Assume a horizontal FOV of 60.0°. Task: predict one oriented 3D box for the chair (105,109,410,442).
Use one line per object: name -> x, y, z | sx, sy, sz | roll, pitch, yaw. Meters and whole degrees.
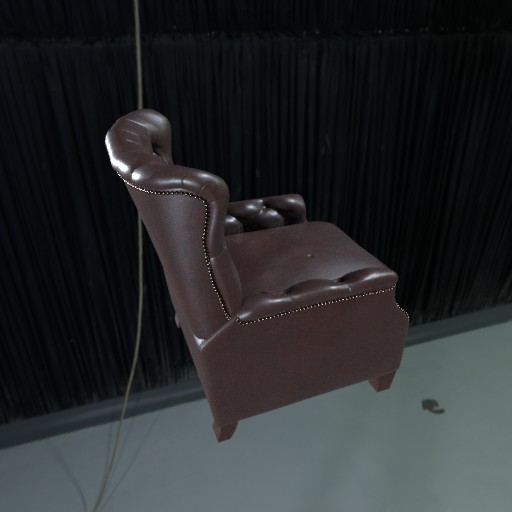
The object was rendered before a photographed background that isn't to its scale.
chair -> 0.000, 0.000, 1.474 | 0.823, 0.864, 0.709 | -10, 31, -18
